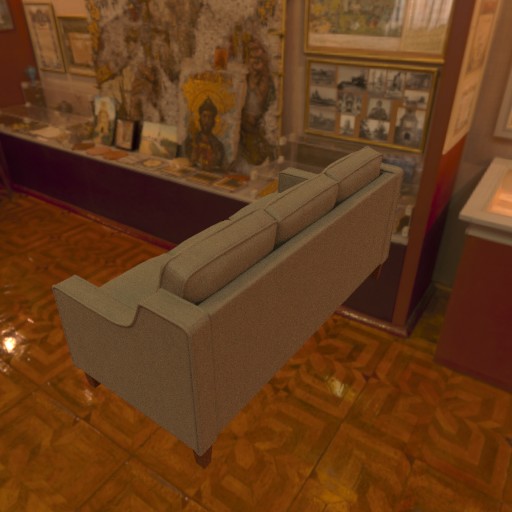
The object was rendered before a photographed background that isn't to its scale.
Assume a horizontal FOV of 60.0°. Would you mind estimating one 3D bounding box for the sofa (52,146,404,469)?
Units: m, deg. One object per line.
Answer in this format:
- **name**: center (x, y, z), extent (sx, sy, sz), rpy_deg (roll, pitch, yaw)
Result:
- **sofa**: center (0.000, 0.000, 2.570), extent (0.911, 0.974, 1.986), rpy_deg (21, 36, 31)
